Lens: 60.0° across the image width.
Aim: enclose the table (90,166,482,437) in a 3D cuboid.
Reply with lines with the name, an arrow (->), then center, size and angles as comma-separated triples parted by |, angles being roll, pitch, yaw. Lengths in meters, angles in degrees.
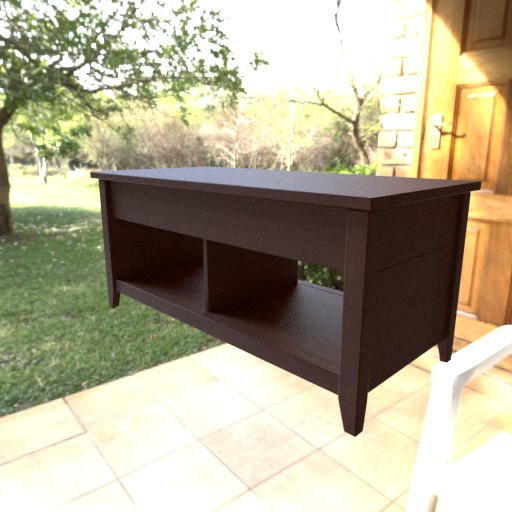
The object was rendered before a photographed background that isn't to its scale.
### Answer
table -> 0.000, 0.000, 1.279 | 0.483, 0.457, 1.016 | -14, 19, -43
